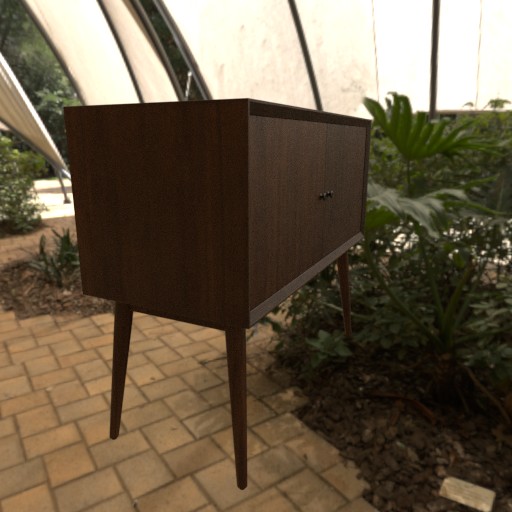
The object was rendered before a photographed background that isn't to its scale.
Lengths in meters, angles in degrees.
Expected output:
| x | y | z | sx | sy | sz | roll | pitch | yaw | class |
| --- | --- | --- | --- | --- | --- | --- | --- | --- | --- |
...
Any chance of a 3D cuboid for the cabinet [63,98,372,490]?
| x | y | z | sx | sy | sz | roll | pitch | yaw | class |
| --- | --- | --- | --- | --- | --- | --- | --- | --- | --- |
| 0.000 | 0.000 | 1.075 | 0.354 | 0.654 | 0.743 | 7 | 16 | 26 | cabinet |
